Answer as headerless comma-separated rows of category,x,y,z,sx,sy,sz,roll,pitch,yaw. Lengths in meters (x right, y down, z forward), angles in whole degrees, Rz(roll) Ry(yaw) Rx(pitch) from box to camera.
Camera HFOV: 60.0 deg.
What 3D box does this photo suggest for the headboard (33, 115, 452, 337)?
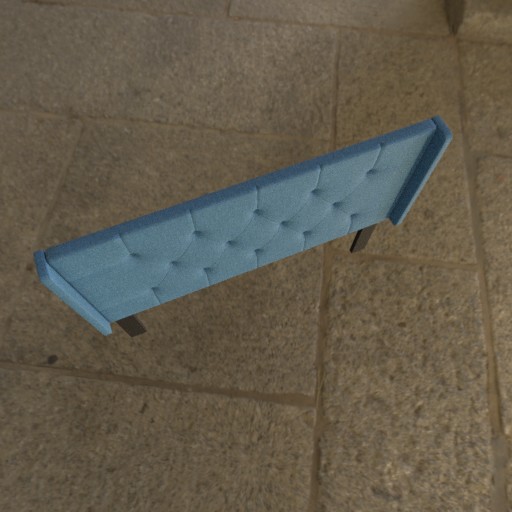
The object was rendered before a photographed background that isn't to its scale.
headboard,0.000,0.000,2.754,2.051,1.524,0.184,-20,67,-9
